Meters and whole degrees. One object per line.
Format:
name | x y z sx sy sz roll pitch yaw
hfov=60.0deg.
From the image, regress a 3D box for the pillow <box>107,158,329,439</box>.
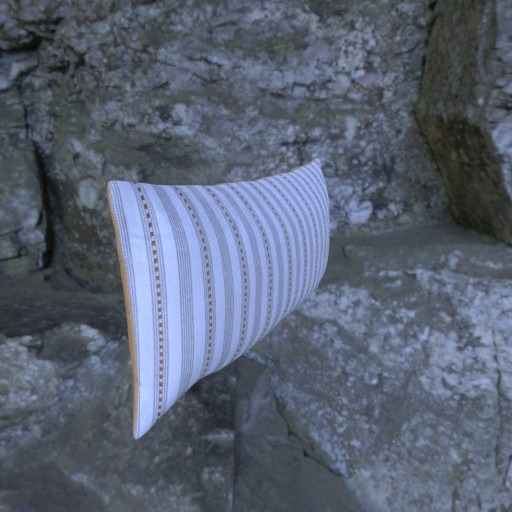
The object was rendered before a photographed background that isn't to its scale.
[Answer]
pillow | 0.000 0.000 0.726 0.151 0.291 0.608 7 16 26
